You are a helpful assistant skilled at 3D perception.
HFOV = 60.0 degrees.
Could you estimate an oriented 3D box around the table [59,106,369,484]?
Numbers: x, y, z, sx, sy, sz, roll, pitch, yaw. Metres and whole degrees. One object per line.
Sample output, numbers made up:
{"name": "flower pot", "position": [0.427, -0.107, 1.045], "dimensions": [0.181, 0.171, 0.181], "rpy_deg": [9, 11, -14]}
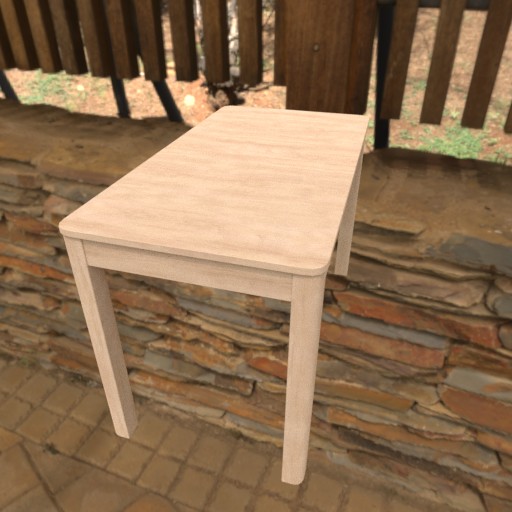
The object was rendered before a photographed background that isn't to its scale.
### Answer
{"name": "table", "position": [0.000, 0.000, 1.923], "dimensions": [0.750, 0.900, 1.400], "rpy_deg": [9, 33, 14]}
